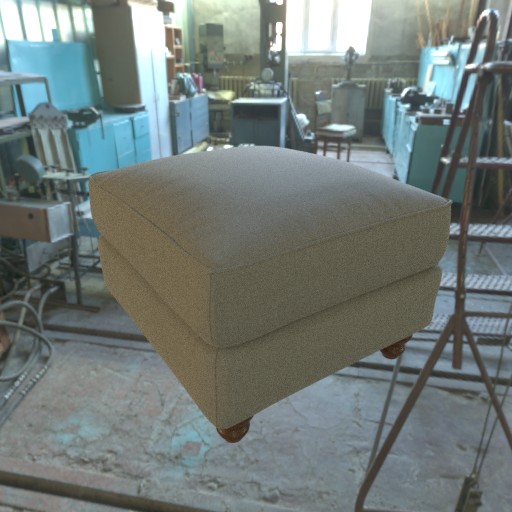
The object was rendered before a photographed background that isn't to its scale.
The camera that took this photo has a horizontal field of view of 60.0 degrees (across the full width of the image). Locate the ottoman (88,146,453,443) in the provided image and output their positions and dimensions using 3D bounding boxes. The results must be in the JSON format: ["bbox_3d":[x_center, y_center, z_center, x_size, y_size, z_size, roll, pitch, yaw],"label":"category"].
[{"bbox_3d":[0.000,0.000,1.160,0.662,0.505,0.716,-16,29,-30],"label":"ottoman"}]
